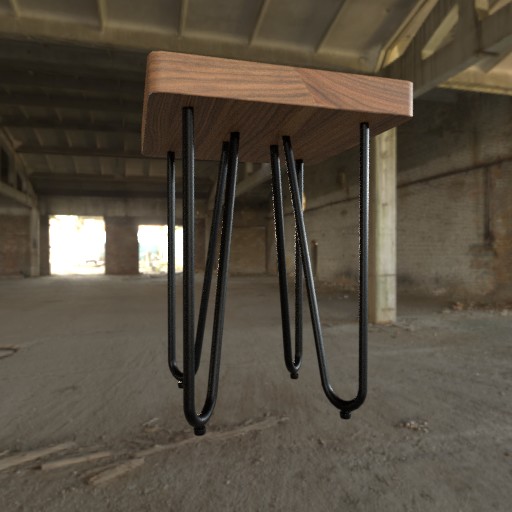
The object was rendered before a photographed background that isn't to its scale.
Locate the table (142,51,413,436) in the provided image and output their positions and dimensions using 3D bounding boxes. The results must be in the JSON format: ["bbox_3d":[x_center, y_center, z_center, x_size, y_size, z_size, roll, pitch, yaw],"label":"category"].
[{"bbox_3d":[0.000,0.000,0.978,0.479,0.641,0.480,0,0,-16],"label":"table"}]
